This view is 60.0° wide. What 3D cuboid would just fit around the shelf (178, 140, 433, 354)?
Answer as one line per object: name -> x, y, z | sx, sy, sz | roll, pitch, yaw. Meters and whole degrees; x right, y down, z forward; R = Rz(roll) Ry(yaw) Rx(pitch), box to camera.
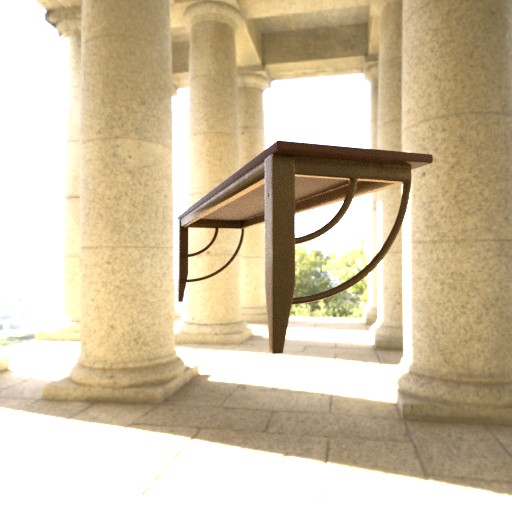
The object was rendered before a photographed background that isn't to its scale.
shelf -> 0.000, 0.000, 0.717 | 0.166, 0.190, 0.636 | 0, -1, -18
